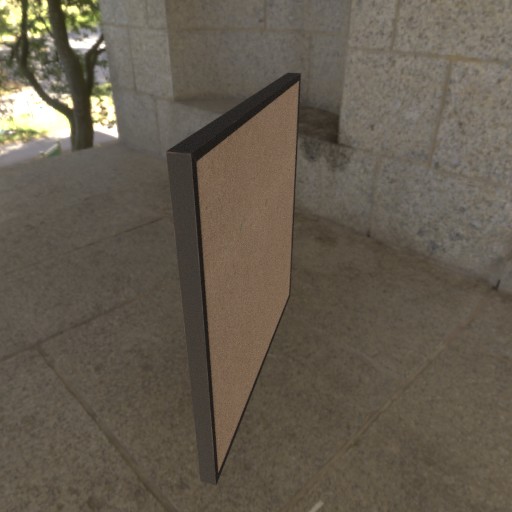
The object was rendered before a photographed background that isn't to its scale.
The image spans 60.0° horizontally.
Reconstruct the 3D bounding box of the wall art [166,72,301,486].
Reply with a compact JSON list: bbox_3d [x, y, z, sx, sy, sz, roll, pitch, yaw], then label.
[{"bbox_3d":[0.000,0.000,1.121,0.038,0.762,0.762,8,32,14],"label":"wall art"}]
